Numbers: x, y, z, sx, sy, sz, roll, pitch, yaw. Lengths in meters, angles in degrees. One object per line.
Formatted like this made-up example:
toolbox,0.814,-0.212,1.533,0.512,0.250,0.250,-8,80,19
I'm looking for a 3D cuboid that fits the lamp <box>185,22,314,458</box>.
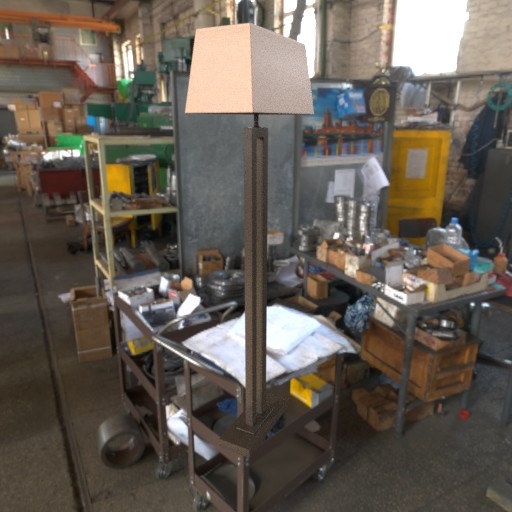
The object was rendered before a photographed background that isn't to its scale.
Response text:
lamp,0.000,0.000,1.627,0.233,1.469,0.475,9,19,27
